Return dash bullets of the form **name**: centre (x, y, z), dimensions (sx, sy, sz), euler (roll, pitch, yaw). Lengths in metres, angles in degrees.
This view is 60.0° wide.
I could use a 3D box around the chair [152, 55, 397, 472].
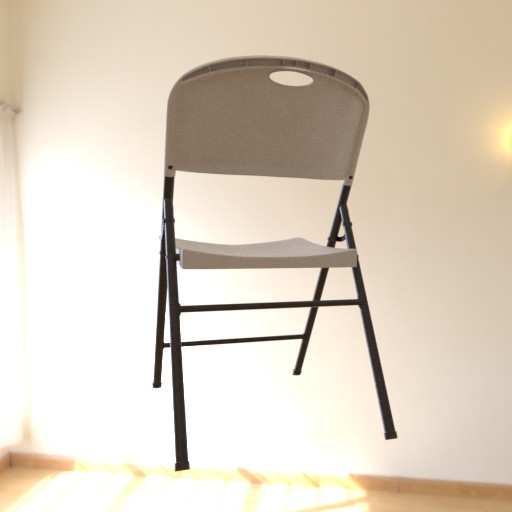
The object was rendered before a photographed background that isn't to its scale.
- **chair**: centre (0.000, 0.000, 1.159), dimensions (0.494, 0.810, 0.566), euler (0, 1, -18)
